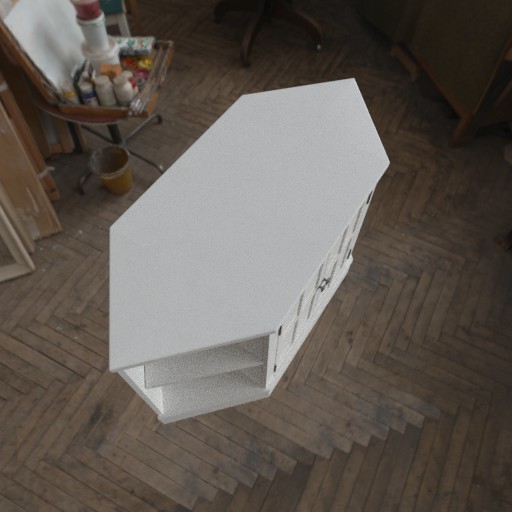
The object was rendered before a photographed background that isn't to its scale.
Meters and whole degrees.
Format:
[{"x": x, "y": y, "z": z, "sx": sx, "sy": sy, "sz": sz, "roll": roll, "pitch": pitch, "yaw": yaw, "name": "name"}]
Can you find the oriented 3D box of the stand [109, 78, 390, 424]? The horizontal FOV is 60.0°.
[{"x": 0.000, "y": 0.000, "z": 1.380, "sx": 0.477, "sy": 0.614, "sz": 1.072, "roll": 30, "pitch": 64, "yaw": 16, "name": "stand"}]
